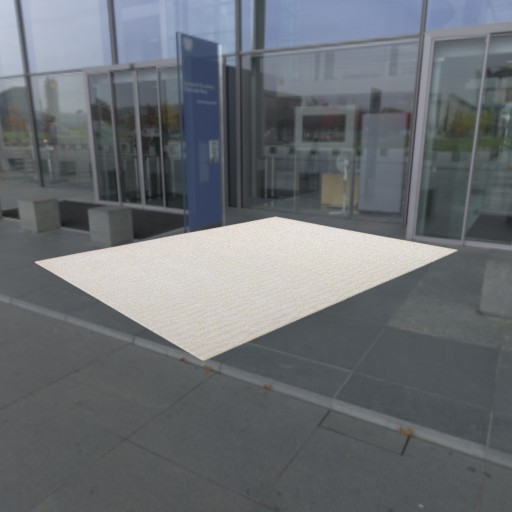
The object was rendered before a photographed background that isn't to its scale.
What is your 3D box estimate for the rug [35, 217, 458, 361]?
[{"bbox_3d":[0.000,0.000,4.060,3.055,0.021,2.410,-15,21,-42],"label":"rug"}]
